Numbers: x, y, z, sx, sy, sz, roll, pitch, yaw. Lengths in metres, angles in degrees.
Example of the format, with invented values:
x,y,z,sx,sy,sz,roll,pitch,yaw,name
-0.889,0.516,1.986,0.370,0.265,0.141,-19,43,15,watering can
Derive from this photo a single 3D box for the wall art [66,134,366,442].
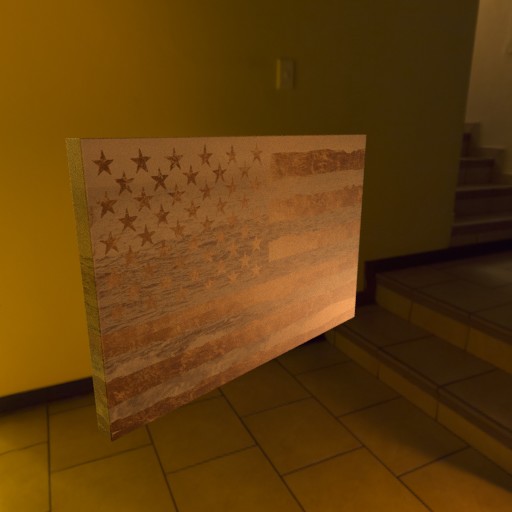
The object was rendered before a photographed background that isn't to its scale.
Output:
x,y,z,sx,sy,sz,roll,pitch,yaw,name
0.000,0.000,0.778,0.041,0.407,0.606,15,22,43,wall art
